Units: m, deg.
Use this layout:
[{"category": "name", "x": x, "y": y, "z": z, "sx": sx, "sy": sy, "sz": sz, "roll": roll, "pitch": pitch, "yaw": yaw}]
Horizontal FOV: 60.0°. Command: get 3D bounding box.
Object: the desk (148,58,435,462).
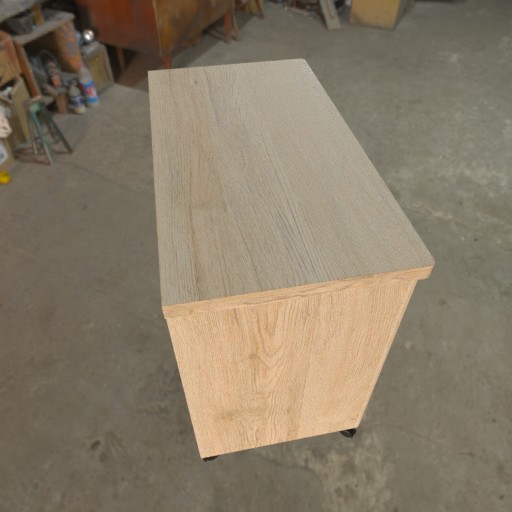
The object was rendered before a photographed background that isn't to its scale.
[{"category": "desk", "x": 0.000, "y": 0.000, "z": 1.321, "sx": 0.480, "sy": 0.770, "sz": 0.885, "roll": -8, "pitch": 47, "yaw": -8}]
